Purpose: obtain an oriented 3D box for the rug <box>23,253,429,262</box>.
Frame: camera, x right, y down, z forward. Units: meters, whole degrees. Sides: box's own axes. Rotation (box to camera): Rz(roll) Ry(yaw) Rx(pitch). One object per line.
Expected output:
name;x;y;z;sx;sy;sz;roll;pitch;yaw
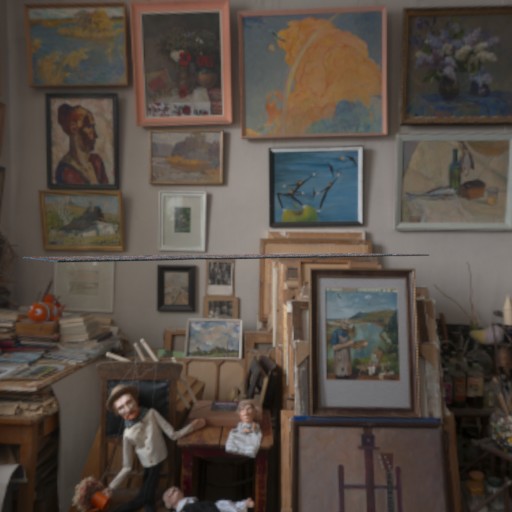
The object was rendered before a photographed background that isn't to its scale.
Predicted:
rug;0.000;0.000;2.721;2.459;0.010;0.801;-1;1;-36
